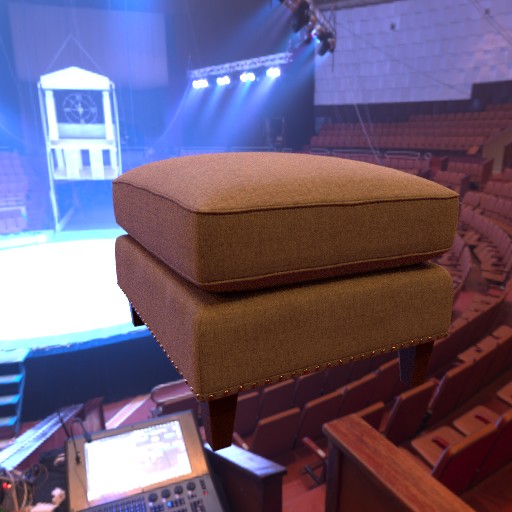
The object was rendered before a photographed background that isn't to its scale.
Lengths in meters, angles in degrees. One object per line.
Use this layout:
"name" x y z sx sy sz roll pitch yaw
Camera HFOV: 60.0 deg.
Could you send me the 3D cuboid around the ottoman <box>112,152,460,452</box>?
"ottoman" 0.000 0.000 1.124 0.584 0.513 0.741 -7 15 -26
